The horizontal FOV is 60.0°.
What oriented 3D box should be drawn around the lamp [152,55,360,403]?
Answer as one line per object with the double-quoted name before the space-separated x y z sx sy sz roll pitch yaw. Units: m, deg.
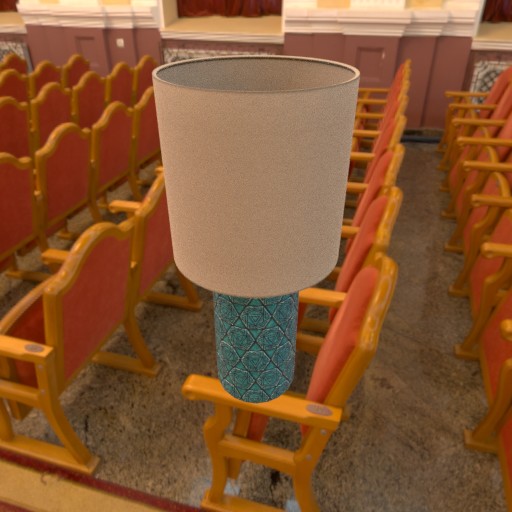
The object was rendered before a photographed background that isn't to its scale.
"lamp" 0.000 0.000 0.761 0.278 0.597 0.278 9 33 15
